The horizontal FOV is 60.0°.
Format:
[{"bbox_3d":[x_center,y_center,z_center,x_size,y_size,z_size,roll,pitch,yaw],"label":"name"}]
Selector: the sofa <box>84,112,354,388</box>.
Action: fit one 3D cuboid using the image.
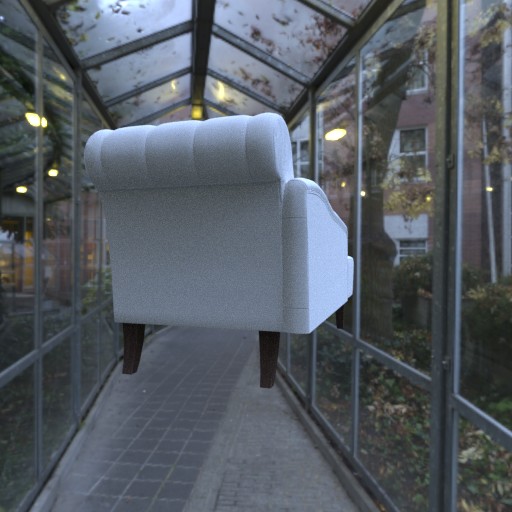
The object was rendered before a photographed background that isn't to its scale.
[{"bbox_3d":[0.000,0.000,1.853,0.675,0.787,1.379,0,0,18],"label":"sofa"}]
